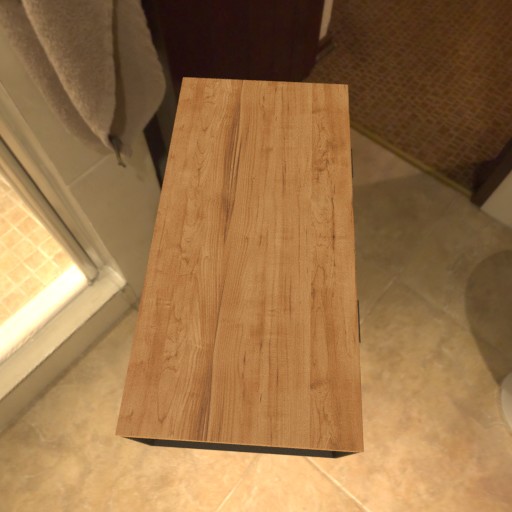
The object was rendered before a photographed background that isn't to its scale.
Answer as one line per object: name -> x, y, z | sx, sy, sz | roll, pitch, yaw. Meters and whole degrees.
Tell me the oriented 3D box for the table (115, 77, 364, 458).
table -> 0.000, 0.000, 1.474 | 0.590, 0.400, 1.180 | 3, 63, 2
